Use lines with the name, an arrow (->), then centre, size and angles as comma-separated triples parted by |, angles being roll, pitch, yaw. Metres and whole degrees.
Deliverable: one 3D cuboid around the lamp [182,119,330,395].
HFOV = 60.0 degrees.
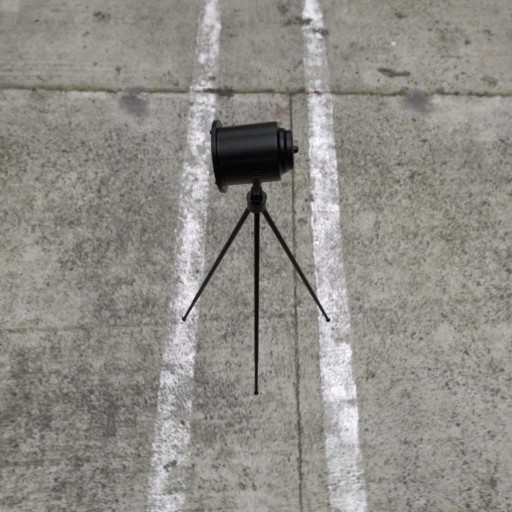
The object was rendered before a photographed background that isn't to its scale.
lamp -> 0.000, 0.000, 2.006 | 0.884, 1.504, 0.879 | 0, 59, 0
